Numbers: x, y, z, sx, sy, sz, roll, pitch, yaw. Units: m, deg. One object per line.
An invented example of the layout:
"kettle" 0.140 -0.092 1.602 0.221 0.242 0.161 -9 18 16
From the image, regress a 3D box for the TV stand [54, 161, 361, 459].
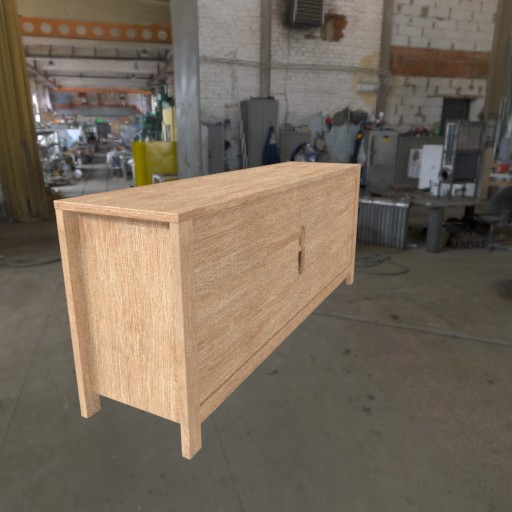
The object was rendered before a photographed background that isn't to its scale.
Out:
"TV stand" 0.000 0.000 1.711 0.398 0.610 1.466 8 18 26
